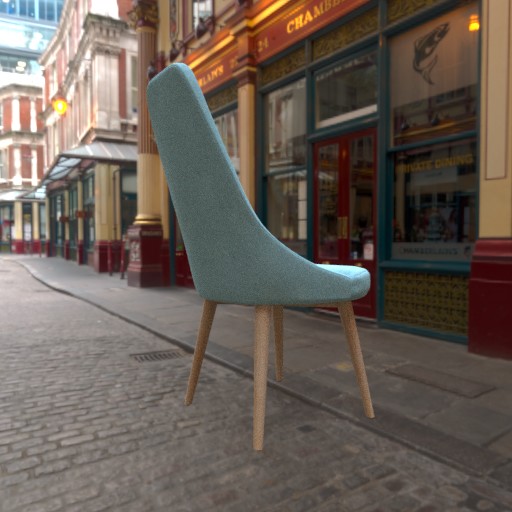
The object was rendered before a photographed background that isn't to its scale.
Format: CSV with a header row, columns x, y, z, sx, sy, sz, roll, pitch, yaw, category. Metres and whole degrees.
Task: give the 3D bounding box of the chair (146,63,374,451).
x,y,z,sx,sy,sz,roll,pitch,yaw,category
0.000,0.000,1.435,0.660,1.040,0.510,-1,2,-35,chair
